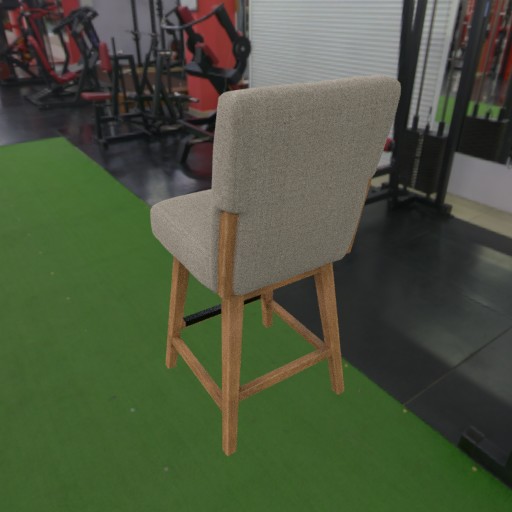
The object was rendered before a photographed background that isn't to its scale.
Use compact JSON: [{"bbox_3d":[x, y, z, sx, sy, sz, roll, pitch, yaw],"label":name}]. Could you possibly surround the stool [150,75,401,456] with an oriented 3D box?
[{"bbox_3d":[0.000,0.000,1.292,0.459,1.010,0.526,-18,34,-28],"label":"stool"}]
